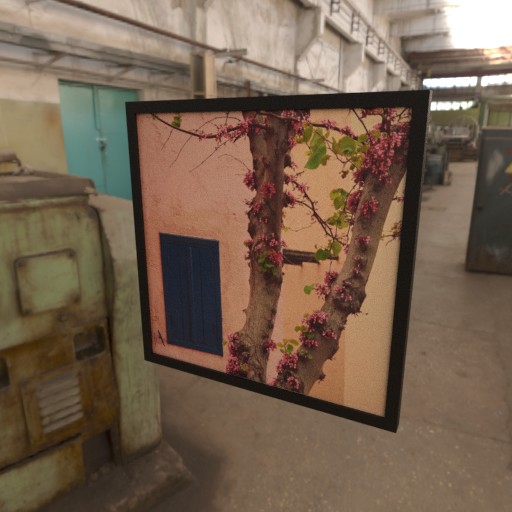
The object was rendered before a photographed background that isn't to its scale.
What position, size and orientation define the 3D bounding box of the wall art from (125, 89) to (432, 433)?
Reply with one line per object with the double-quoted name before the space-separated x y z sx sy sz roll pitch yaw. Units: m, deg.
"wall art" 0.000 0.000 1.126 0.762 0.762 0.038 8 17 26
